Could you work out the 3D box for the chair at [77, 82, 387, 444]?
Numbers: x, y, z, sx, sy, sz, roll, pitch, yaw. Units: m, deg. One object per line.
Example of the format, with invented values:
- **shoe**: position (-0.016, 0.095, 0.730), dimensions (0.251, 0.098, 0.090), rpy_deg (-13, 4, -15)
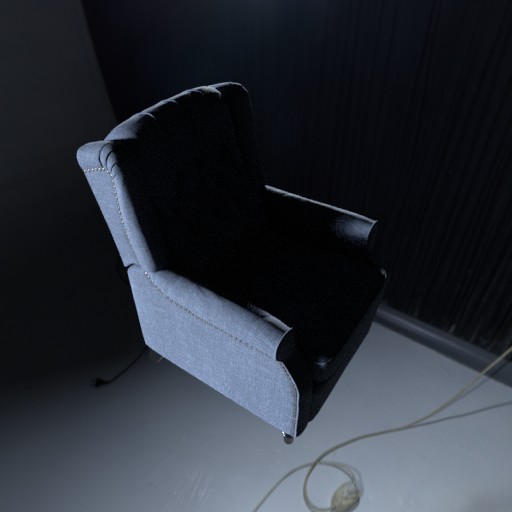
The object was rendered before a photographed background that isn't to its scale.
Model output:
- **chair**: position (0.000, 0.000, 1.656), dimensions (0.898, 1.035, 0.742), rpy_deg (24, 46, 25)
